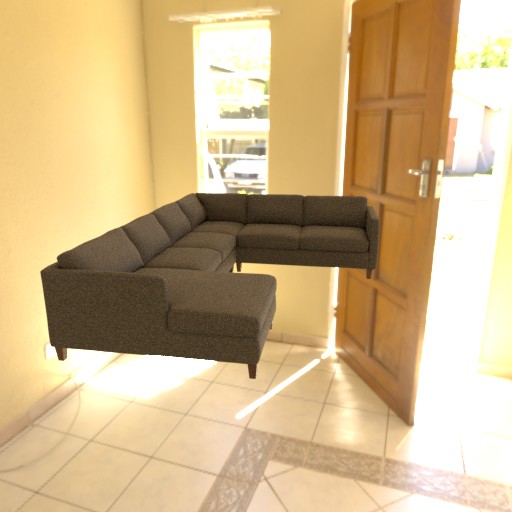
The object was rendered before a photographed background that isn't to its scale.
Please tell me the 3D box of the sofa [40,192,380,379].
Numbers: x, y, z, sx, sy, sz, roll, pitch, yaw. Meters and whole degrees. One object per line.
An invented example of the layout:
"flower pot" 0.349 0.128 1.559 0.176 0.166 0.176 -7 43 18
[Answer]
"sofa" 0.000 0.000 4.456 2.551 0.853 3.238 3 16 9
